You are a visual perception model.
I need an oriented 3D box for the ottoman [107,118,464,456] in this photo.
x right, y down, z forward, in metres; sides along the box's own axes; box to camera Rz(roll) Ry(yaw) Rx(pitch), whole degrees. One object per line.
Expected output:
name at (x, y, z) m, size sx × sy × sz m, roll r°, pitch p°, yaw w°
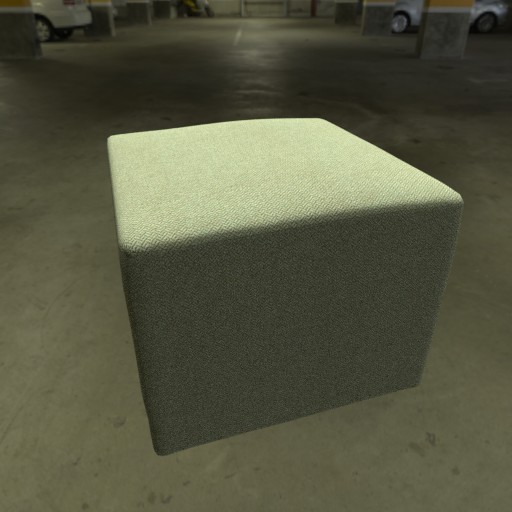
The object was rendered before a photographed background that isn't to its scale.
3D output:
ottoman at (0.000, 0.000, 0.892) m, size 0.512 × 0.453 × 0.521 m, roll -9°, pitch 32°, yaw -15°
